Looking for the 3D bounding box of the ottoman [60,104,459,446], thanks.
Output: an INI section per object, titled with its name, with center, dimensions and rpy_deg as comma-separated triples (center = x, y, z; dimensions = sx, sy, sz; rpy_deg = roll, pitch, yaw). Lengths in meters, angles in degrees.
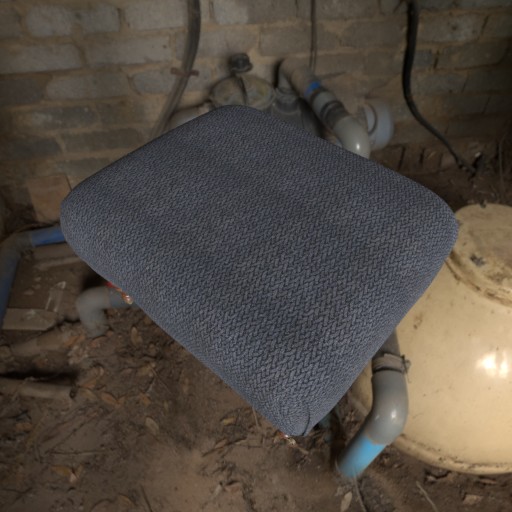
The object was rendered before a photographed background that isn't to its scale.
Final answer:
[ottoman]
center = 0.000, 0.000, 1.095
dimensions = 0.747, 0.450, 0.622
rpy_deg = 33, 56, 26
